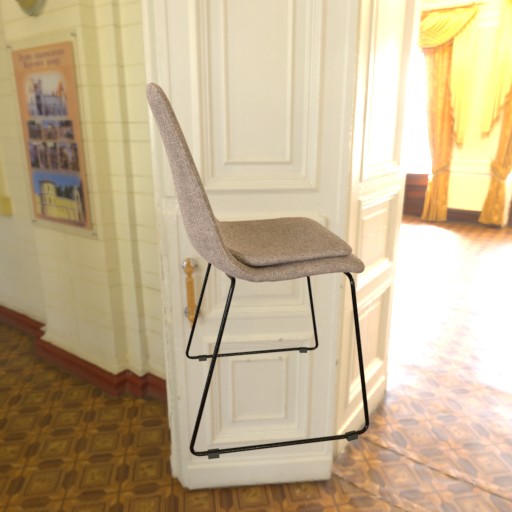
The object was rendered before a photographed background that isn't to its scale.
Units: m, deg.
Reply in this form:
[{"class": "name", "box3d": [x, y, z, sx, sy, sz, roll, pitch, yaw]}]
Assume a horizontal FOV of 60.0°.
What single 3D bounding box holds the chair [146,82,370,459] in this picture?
[{"class": "chair", "box3d": [0.000, 0.000, 1.188, 0.518, 0.858, 0.479, -3, 17, -9]}]
